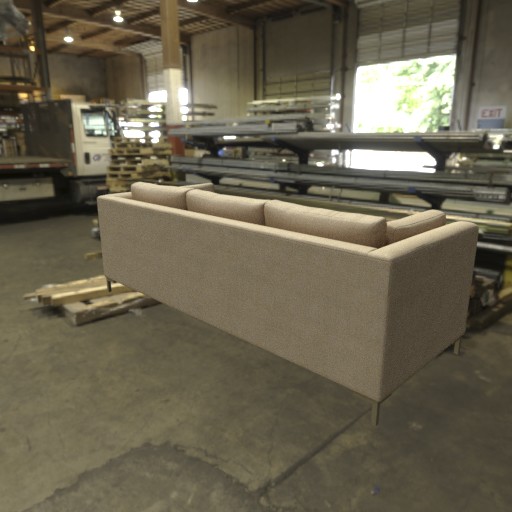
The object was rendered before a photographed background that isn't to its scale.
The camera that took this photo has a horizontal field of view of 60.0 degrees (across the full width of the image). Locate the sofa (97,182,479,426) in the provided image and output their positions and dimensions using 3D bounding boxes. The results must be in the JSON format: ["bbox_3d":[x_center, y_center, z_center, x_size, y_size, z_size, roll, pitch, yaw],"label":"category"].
[{"bbox_3d":[0.000,0.000,2.919,2.415,0.867,0.969,15,21,43],"label":"sofa"}]
